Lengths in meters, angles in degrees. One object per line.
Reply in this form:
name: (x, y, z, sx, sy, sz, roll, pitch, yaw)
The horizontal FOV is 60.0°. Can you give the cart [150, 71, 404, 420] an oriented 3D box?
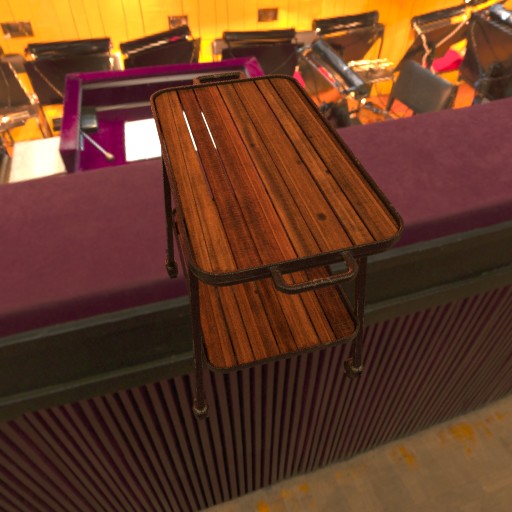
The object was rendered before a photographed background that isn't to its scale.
cart: (0.000, 0.000, 1.248, 0.515, 0.700, 0.806, -12, 48, -11)
